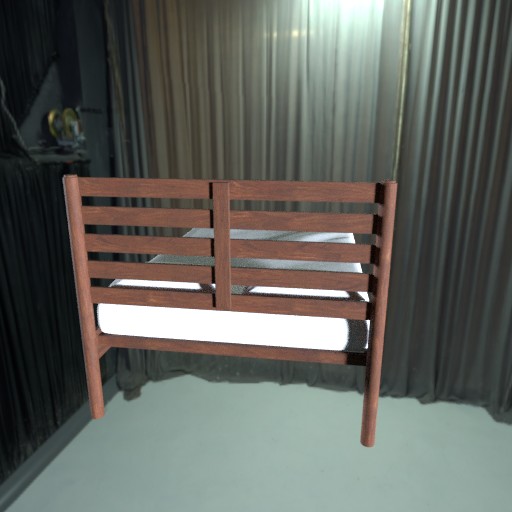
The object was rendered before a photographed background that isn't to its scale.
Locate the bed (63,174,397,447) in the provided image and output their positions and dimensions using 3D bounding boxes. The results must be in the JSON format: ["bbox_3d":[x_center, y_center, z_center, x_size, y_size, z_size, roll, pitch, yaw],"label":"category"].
[{"bbox_3d":[0.000,0.000,3.103,1.509,1.304,2.093,2,16,8],"label":"bed"}]
